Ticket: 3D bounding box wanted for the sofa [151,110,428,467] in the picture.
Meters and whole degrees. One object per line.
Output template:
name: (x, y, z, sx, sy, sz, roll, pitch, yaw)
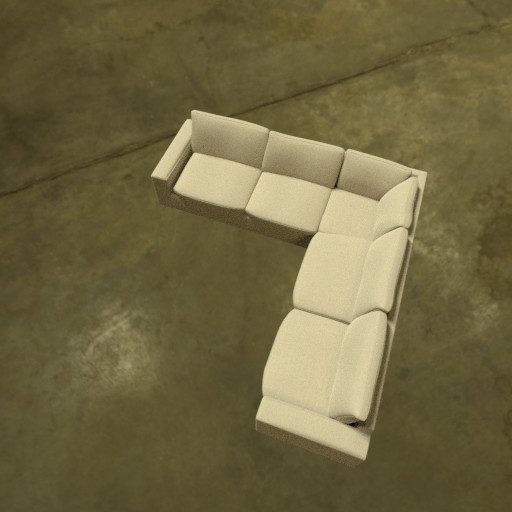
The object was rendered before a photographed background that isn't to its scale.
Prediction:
sofa: (0.000, 0.000, 4.774, 3.066, 0.918, 3.206, 17, 60, 10)
